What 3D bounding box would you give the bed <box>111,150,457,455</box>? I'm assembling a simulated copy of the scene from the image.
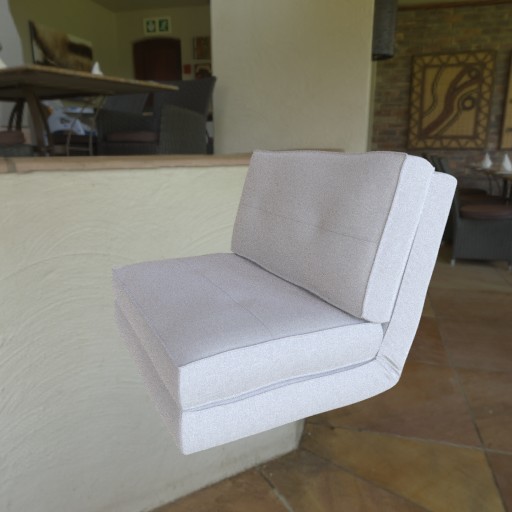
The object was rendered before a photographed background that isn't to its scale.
[{"bbox_3d":[0.000,0.000,1.318,0.749,0.614,0.799,-7,16,-26],"label":"bed"}]
